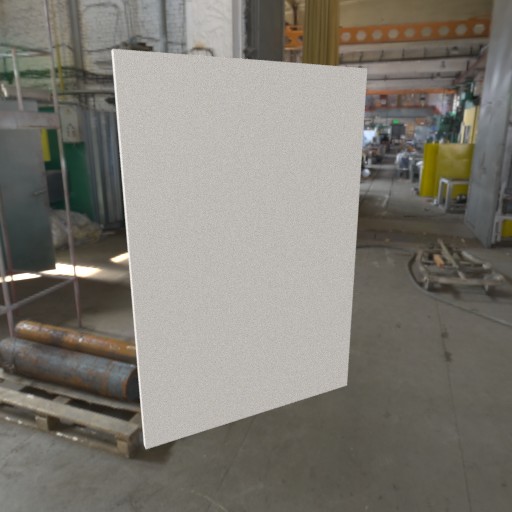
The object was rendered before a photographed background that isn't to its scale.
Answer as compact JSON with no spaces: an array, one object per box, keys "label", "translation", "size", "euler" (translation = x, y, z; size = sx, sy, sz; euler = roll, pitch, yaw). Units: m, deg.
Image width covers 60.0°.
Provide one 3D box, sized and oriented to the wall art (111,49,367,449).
[{"label":"wall art","translation":[0.000,0.000,0.582],"size":[0.325,0.474,0.010],"euler":[-8,18,-26]}]
